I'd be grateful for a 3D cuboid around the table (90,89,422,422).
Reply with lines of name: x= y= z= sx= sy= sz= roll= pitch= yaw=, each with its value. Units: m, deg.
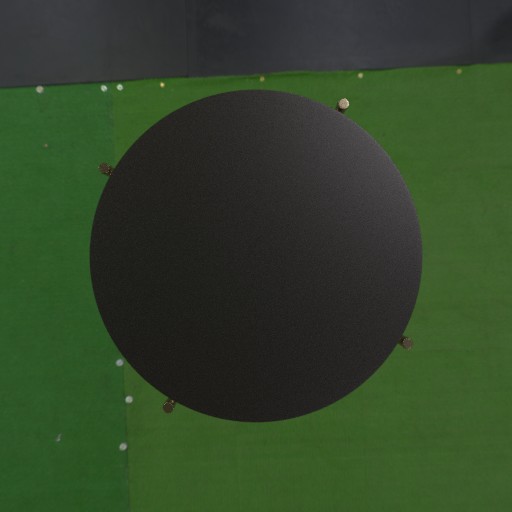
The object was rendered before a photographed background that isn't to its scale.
table: x=0.000 y=0.000 z=1.447 sx=0.938 sy=0.400 sz=0.938 roll=0 pitch=90 yaw=0
